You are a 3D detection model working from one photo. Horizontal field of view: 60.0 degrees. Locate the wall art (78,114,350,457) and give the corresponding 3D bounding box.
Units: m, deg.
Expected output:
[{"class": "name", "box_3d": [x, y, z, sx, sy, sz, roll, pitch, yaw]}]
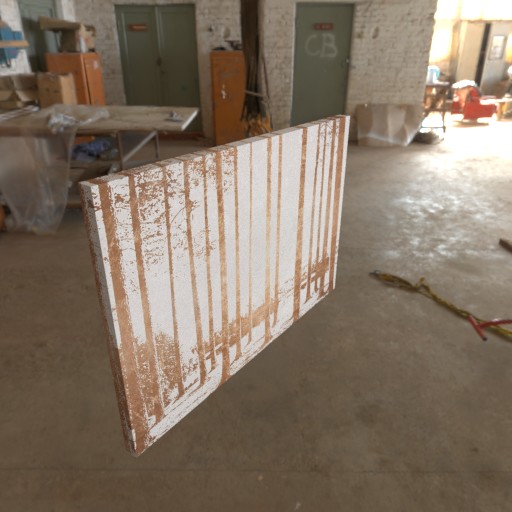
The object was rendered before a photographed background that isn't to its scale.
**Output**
[{"class": "wall art", "box_3d": [0.000, 0.000, 1.167, 0.035, 0.609, 0.914, 18, 31, 33]}]
